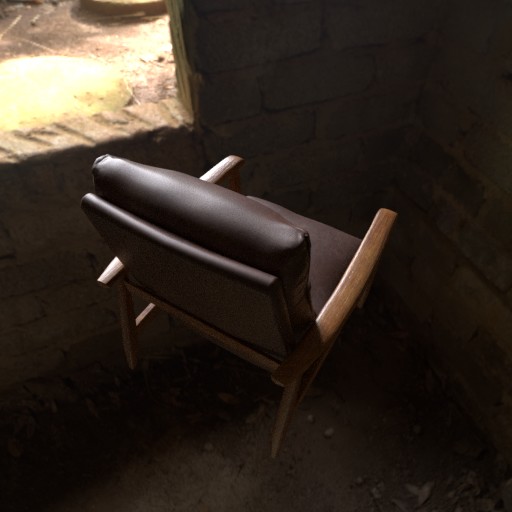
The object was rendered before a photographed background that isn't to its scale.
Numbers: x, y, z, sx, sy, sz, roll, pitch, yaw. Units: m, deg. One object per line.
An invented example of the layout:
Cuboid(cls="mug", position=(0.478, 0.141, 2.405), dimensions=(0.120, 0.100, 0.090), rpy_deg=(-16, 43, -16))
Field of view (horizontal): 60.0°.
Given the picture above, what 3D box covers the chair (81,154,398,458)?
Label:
Cuboid(cls="chair", position=(0.000, 0.000, 1.545), dimensions=(0.782, 0.897, 0.830), rpy_deg=(24, 50, 22))
